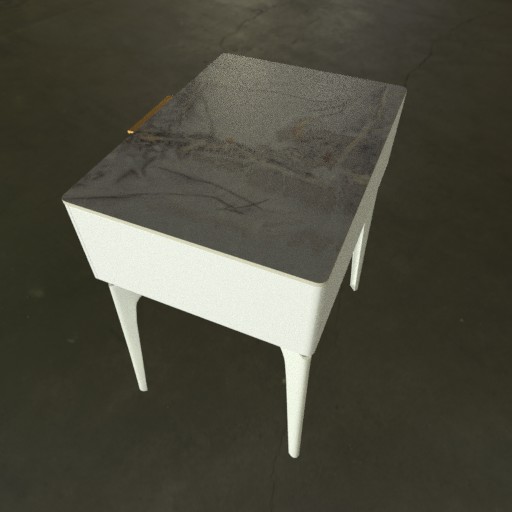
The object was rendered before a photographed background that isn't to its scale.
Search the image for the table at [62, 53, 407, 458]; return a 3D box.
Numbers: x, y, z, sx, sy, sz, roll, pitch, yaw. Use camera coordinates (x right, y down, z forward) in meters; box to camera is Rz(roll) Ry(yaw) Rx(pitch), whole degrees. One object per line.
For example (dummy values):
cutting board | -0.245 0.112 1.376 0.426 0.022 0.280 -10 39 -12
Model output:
table | 0.000 0.000 0.910 0.400 0.570 0.500 18 50 16
